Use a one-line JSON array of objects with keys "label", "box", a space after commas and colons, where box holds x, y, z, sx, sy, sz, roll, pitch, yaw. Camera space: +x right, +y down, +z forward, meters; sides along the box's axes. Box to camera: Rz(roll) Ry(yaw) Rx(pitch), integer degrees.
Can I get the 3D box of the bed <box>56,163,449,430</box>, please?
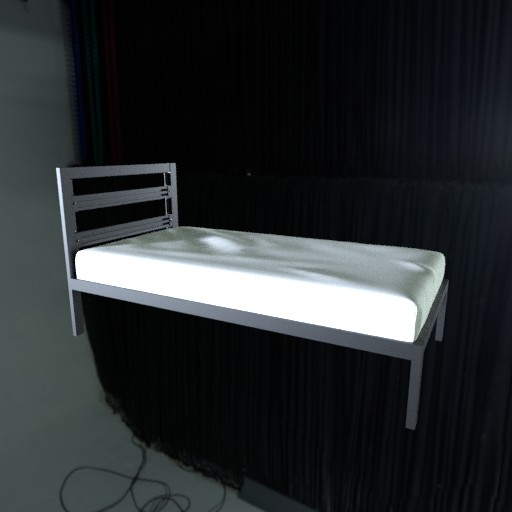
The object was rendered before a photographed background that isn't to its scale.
[{"label": "bed", "box": [0.000, 0.000, 2.483, 1.930, 0.967, 0.991, 7, 15, 27]}]
